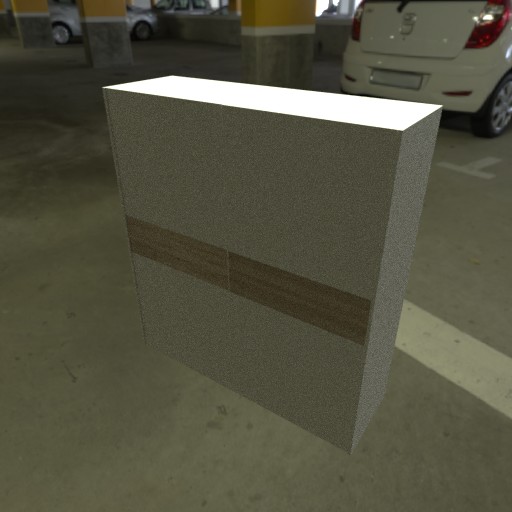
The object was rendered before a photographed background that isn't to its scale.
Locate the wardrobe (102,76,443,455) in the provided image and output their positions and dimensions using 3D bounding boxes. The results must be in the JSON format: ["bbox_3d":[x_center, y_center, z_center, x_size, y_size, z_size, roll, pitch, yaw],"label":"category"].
[{"bbox_3d":[0.000,0.000,2.927,1.830,2.020,0.600,19,35,30],"label":"wardrobe"}]
